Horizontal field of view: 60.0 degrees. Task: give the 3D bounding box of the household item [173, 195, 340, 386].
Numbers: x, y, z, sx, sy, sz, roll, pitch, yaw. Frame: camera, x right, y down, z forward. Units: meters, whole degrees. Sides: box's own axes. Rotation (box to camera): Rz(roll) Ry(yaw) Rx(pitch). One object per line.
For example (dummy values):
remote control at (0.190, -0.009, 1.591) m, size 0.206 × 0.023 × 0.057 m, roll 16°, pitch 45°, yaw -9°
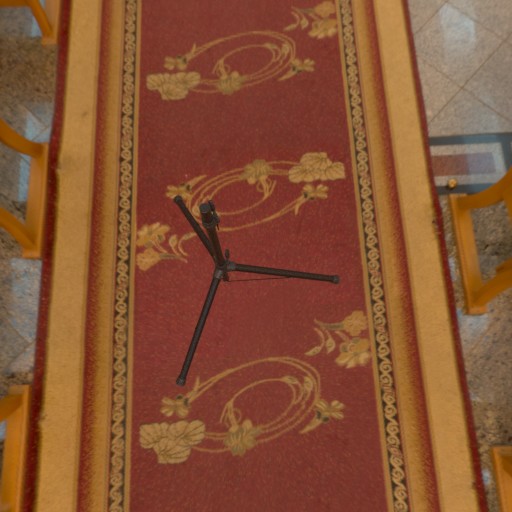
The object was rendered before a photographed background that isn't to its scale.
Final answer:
household item at (0.000, 0.000, 1.875) m, size 0.907 × 1.136 × 1.045 m, roll -2°, pitch 74°, yaw -1°
